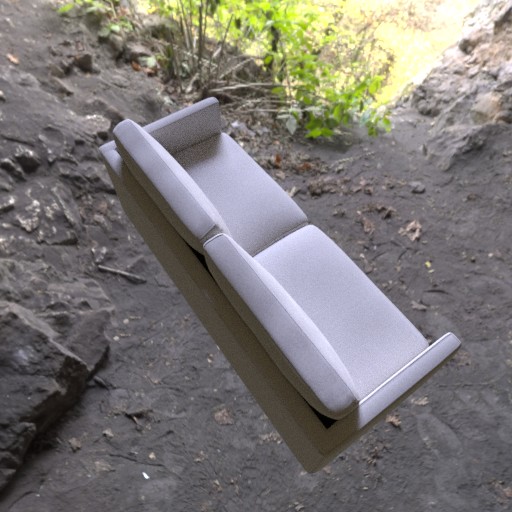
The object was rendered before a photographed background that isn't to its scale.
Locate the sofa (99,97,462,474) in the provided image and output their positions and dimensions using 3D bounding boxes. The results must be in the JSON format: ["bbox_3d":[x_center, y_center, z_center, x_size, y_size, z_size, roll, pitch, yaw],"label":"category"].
[{"bbox_3d":[0.000,0.000,2.810,0.951,0.962,2.361,-31,63,-18],"label":"sofa"}]
